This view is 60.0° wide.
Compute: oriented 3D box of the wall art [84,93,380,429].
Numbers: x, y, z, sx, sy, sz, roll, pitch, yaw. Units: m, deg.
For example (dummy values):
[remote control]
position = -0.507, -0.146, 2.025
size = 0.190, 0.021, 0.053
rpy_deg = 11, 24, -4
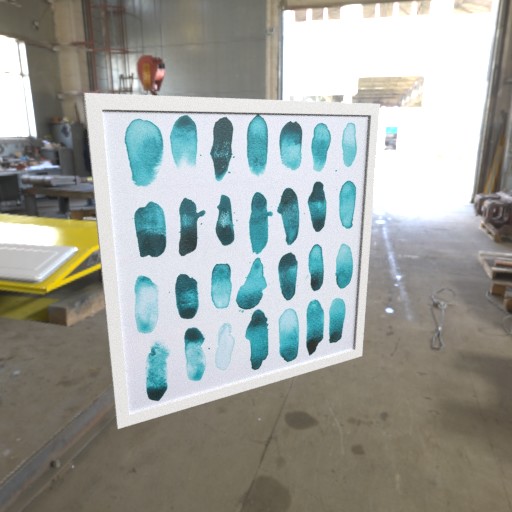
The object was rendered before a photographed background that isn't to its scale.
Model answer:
[wall art]
position = 0.000, 0.000, 0.837
size = 0.558, 0.559, 0.009
rpy_deg = -8, 18, -27
